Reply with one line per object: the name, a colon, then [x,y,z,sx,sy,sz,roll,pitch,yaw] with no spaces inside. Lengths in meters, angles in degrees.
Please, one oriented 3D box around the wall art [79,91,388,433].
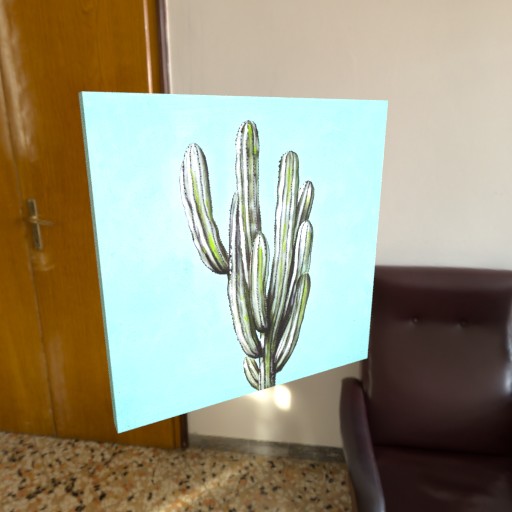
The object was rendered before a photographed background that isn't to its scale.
wall art: [0.000,0.000,0.893,0.603,0.603,0.036,-9,19,-26]
